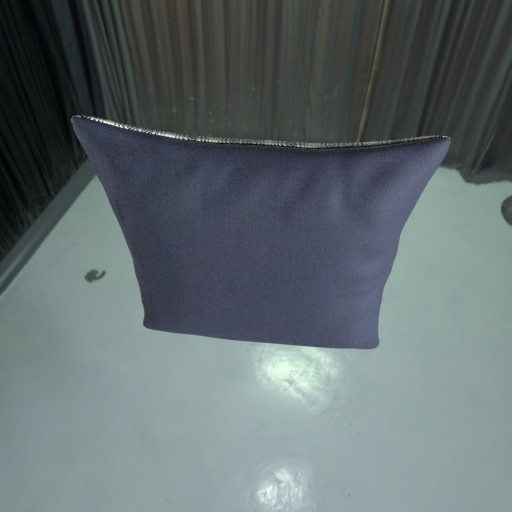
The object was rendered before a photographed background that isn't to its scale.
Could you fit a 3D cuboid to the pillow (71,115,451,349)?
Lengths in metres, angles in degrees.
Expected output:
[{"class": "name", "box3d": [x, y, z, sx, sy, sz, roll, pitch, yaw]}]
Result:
[{"class": "pillow", "box3d": [0.000, 0.000, 0.782, 0.520, 0.508, 0.166, 5, 46, 5]}]
